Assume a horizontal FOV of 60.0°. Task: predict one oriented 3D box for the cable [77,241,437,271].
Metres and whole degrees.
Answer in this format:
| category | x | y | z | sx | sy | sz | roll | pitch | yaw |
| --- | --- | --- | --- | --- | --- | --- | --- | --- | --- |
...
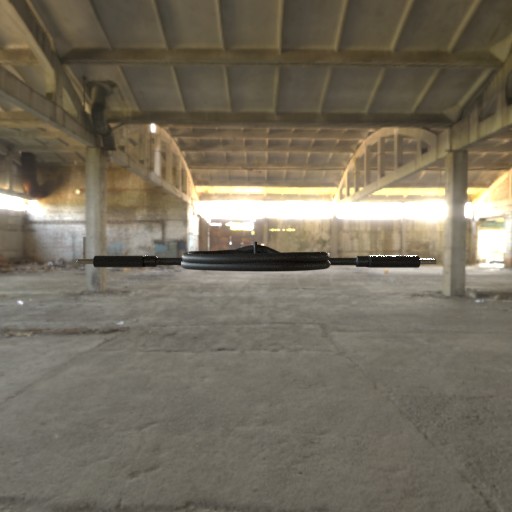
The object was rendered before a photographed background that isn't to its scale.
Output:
| category | x | y | z | sx | sy | sz | roll | pitch | yaw |
| --- | --- | --- | --- | --- | --- | --- | --- | --- | --- |
| cable | 0.000 | 0.000 | 0.208 | 0.186 | 0.014 | 0.070 | 0 | 1 | 0 |
